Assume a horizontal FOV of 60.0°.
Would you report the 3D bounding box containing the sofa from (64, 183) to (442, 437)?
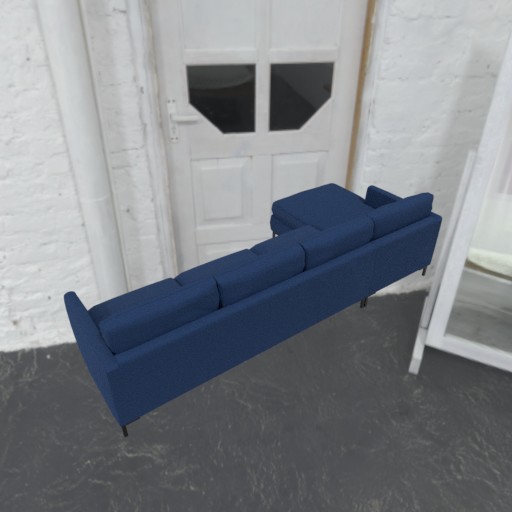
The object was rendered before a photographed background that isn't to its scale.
[{"bbox_3d":[0.000,0.000,2.966,2.450,0.679,1.128,-22,39,-29],"label":"sofa"}]
